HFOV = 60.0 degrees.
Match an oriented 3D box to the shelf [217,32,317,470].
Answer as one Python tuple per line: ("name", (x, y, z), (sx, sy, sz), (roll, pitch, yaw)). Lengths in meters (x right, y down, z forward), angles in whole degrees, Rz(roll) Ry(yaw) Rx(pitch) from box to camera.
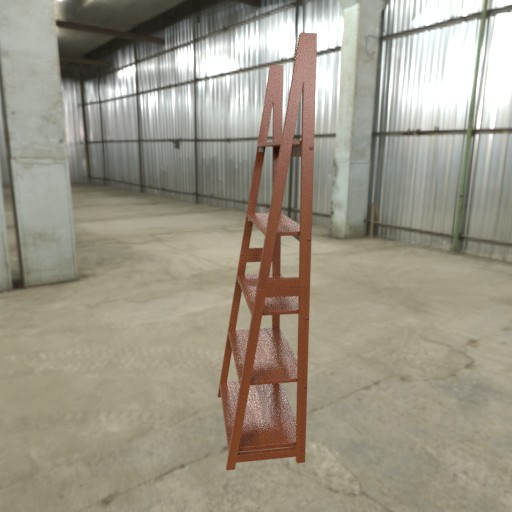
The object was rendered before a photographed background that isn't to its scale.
("shelf", (0.000, 0.000, 2.073), (0.356, 1.780, 0.630), (-2, 13, -8))
